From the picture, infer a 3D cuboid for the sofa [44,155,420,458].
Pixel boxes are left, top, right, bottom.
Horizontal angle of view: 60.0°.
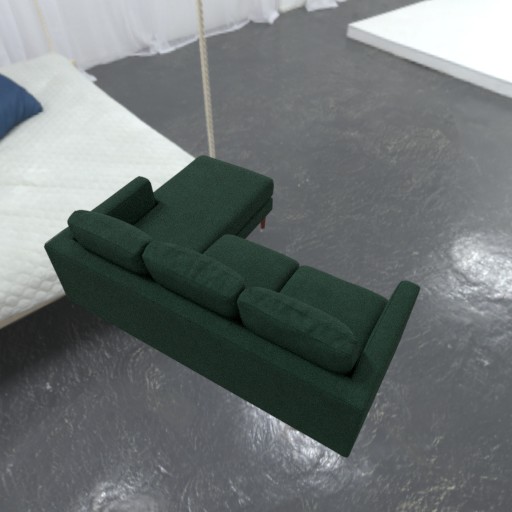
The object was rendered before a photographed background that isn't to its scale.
[{"bbox_3d":[0.000,0.000,2.901,2.030,0.899,1.580,23,49,22],"label":"sofa"}]
